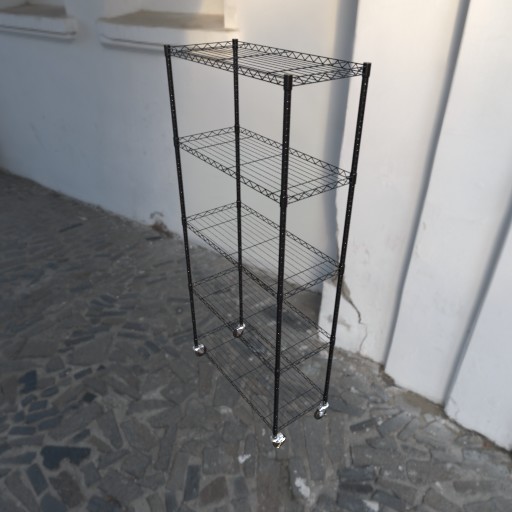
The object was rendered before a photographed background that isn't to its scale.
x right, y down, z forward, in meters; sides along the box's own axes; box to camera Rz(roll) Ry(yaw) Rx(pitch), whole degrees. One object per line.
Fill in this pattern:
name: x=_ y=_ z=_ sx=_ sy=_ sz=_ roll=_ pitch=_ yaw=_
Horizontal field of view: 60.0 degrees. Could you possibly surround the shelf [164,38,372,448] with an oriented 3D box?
shelf: x=0.000 y=0.000 z=1.955 sx=0.356 sy=1.645 sz=0.762 roll=-21 pitch=38 yaw=-30
